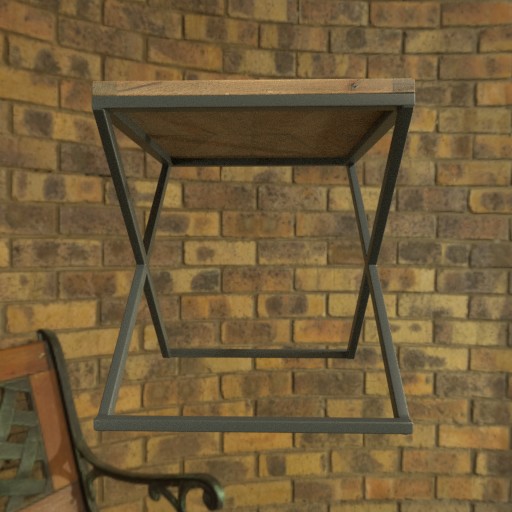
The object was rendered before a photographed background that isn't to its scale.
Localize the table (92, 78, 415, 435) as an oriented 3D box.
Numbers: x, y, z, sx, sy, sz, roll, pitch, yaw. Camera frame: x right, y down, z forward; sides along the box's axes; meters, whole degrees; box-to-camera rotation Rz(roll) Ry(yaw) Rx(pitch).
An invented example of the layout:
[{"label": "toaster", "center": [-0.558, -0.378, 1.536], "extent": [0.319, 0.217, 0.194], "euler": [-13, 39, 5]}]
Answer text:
[{"label": "table", "center": [0.000, 0.000, 0.931], "extent": [0.499, 0.550, 0.498], "euler": [0, 1, 1]}]
